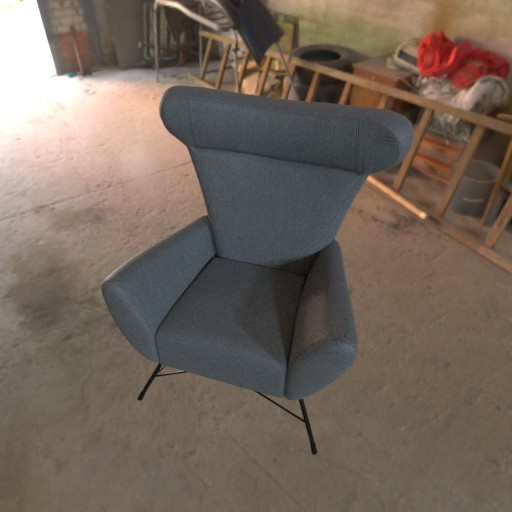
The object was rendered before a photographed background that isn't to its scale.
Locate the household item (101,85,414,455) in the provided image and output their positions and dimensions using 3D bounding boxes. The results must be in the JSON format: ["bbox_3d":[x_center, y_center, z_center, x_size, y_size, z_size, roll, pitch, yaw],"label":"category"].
[{"bbox_3d":[0.000,0.000,1.752,0.980,1.050,0.900,12,42,14],"label":"household item"}]
